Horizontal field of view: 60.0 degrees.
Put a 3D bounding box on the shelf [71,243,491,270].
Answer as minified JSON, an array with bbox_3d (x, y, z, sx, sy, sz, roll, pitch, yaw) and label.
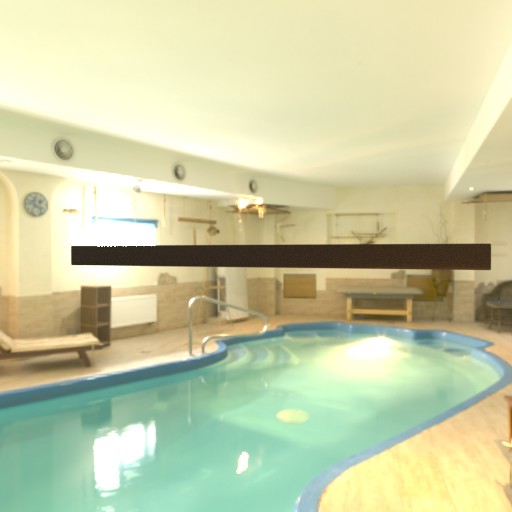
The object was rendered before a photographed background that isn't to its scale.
[{"bbox_3d":[0.000,0.000,0.988,0.924,0.049,0.092,0,1,18],"label":"shelf"}]
